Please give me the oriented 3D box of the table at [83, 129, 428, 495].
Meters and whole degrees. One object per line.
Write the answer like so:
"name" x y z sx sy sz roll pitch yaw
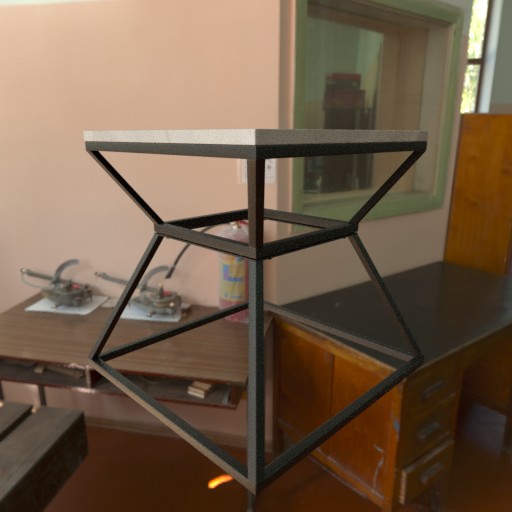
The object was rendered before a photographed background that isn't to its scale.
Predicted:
"table" 0.000 0.000 0.792 0.455 0.431 0.455 15 21 43
